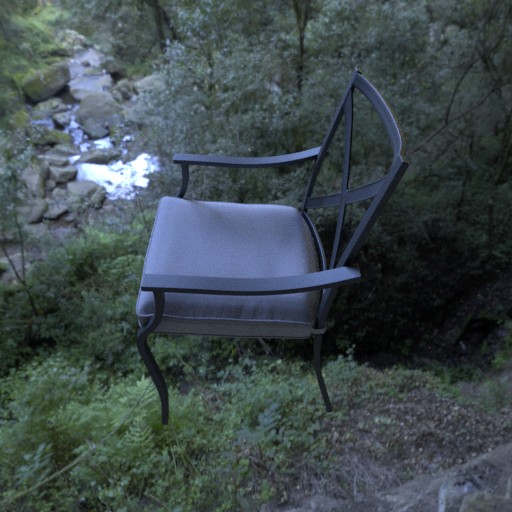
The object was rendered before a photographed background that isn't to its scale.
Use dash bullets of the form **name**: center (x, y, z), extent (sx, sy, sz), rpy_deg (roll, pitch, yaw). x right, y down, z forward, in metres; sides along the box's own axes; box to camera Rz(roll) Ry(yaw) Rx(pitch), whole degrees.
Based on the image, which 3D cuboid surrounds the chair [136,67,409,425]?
- **chair**: center (0.000, 0.000, 1.274), extent (0.620, 0.889, 0.575), rpy_deg (0, 42, 0)
